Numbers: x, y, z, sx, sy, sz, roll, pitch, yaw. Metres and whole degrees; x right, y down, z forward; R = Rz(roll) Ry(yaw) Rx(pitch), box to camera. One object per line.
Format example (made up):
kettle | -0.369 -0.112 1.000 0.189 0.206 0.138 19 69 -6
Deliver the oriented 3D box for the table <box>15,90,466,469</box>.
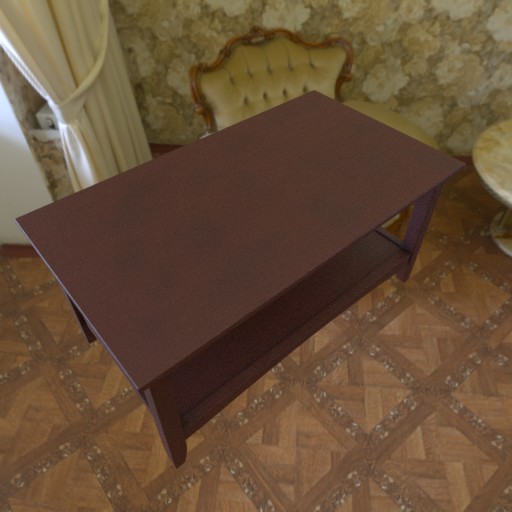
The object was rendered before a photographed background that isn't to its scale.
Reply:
table | 0.000 0.000 1.208 0.943 0.456 0.533 -32 54 -27
